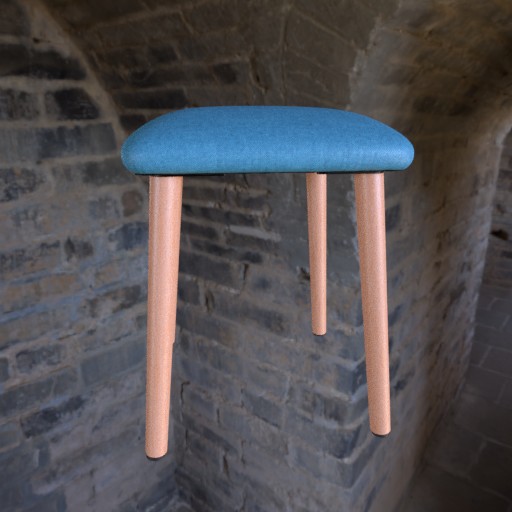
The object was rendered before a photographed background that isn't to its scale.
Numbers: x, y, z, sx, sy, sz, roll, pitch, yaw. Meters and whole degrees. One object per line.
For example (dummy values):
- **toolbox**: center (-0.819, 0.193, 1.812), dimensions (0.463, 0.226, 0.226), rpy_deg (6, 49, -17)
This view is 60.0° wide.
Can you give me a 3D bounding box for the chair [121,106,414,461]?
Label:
- **chair**: center (0.000, 0.000, 0.704), dimensions (0.360, 0.450, 0.360), rpy_deg (-2, 17, -8)
